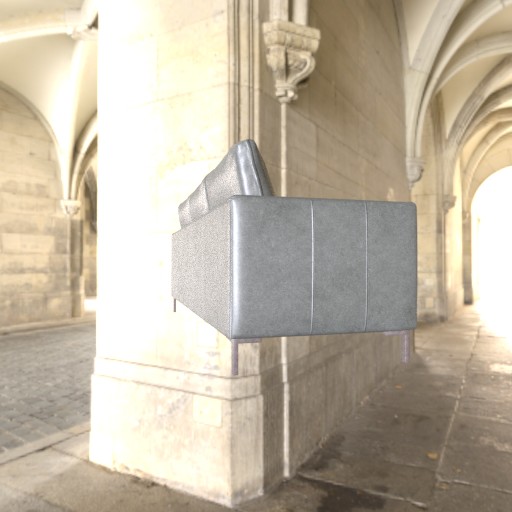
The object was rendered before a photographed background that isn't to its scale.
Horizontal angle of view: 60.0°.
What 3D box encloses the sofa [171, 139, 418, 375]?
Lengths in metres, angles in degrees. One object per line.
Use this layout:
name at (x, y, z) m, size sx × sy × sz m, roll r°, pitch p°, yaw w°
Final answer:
sofa at (0.000, 0.000, 2.466) m, size 0.748 × 0.805 × 2.029 m, roll 0°, pitch -1°, yaw -16°
